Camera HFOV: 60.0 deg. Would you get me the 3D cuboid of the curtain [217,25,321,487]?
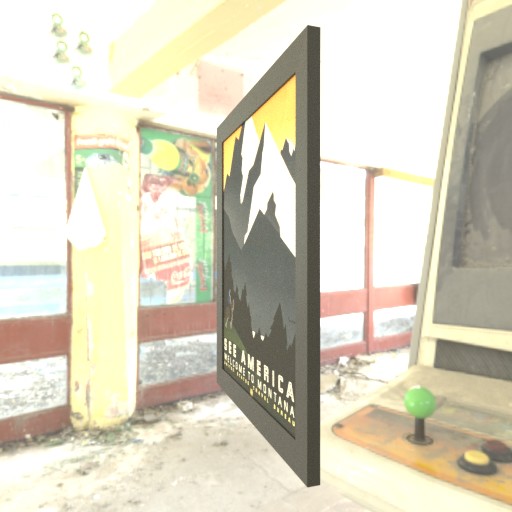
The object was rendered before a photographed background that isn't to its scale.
[{"bbox_3d":[0.000,0.000,0.794,0.027,0.585,0.483,0,0,-19],"label":"curtain"}]
